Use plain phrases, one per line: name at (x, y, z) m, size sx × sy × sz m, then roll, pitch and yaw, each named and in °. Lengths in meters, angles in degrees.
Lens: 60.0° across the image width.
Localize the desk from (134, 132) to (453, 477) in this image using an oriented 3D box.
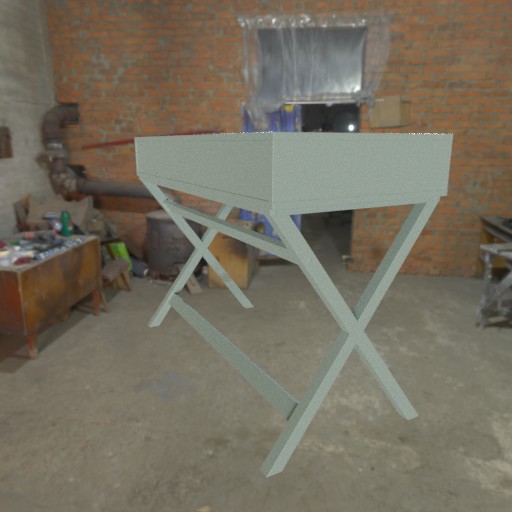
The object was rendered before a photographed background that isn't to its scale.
desk at (0.000, 0.000, 1.494) m, size 0.509 × 0.780 × 1.059 m, roll -8°, pitch 16°, yaw -27°
